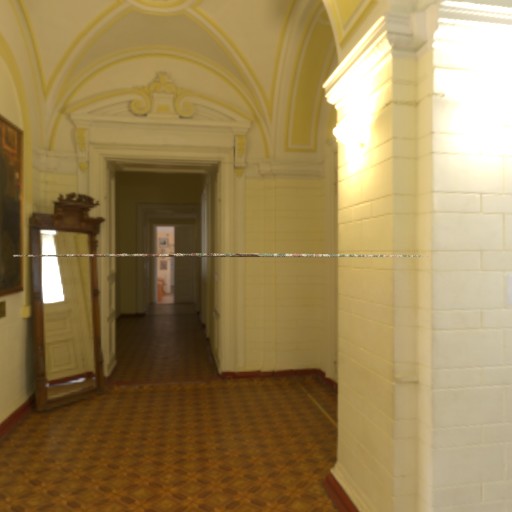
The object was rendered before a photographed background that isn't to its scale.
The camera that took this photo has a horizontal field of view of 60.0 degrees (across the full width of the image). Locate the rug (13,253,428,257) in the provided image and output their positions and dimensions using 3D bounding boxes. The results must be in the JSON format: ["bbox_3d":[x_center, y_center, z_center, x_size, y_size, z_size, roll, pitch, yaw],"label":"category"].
[{"bbox_3d":[0.000,0.000,2.232,1.219,0.010,1.829,0,0,35],"label":"rug"}]
